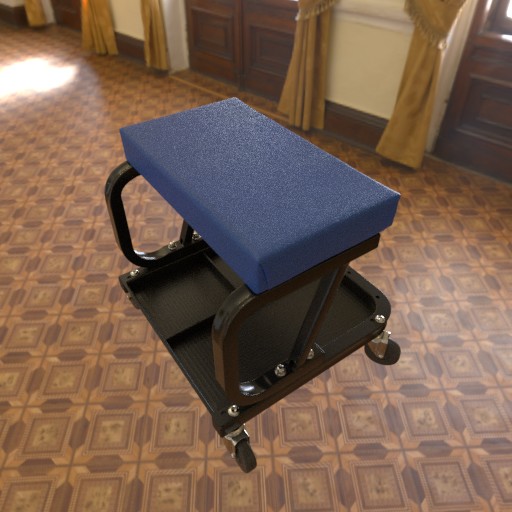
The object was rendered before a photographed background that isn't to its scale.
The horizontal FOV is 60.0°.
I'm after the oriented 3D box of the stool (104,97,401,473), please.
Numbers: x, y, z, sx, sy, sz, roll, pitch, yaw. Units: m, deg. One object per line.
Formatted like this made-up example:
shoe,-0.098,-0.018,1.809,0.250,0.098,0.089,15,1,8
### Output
stool,0.000,0.000,0.731,0.371,0.380,0.446,-25,47,-26
